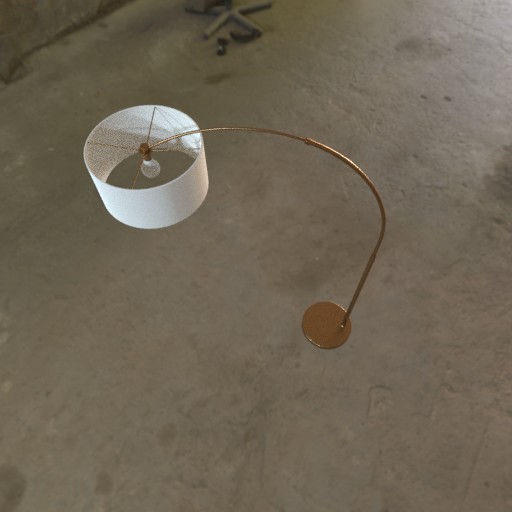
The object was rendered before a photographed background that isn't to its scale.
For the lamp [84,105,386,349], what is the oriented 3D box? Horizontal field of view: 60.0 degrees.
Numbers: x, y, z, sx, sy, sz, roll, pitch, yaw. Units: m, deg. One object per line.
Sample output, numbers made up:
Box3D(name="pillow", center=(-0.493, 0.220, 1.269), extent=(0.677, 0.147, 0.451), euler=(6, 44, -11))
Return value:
Box3D(name="lamp", center=(0.000, 0.000, 2.555), extent=(1.434, 1.927, 0.493), euler=(4, 59, 2))
